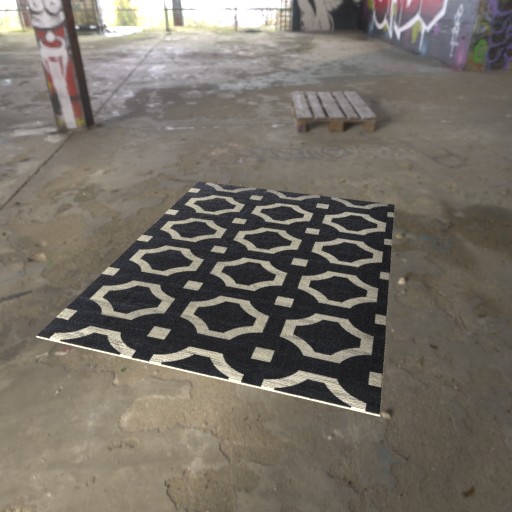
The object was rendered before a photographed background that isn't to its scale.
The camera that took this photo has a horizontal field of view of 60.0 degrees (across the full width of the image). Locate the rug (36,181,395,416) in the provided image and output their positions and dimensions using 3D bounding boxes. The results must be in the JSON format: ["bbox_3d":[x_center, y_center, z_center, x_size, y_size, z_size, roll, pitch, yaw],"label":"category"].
[{"bbox_3d":[0.000,0.000,4.194,2.466,0.021,3.049,9,33,14],"label":"rug"}]
